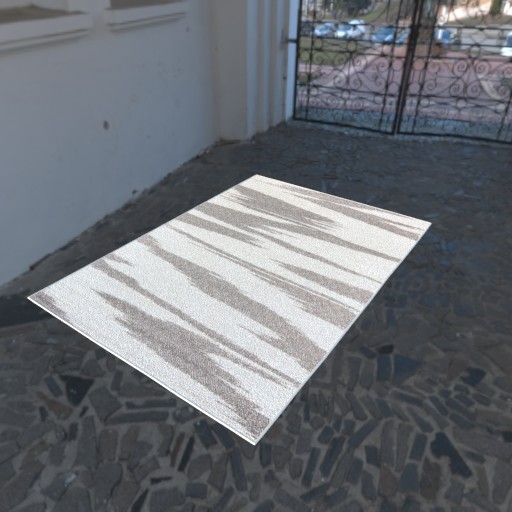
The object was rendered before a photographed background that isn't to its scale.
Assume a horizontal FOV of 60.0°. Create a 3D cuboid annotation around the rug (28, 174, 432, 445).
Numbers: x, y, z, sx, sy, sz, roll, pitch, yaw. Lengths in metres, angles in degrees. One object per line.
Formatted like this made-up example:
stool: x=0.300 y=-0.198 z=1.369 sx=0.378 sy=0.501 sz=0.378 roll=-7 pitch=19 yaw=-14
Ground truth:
rug: x=0.000 y=0.000 z=2.765 sx=1.533 sy=0.010 sz=2.142 roll=21 pitch=38 yaw=29
